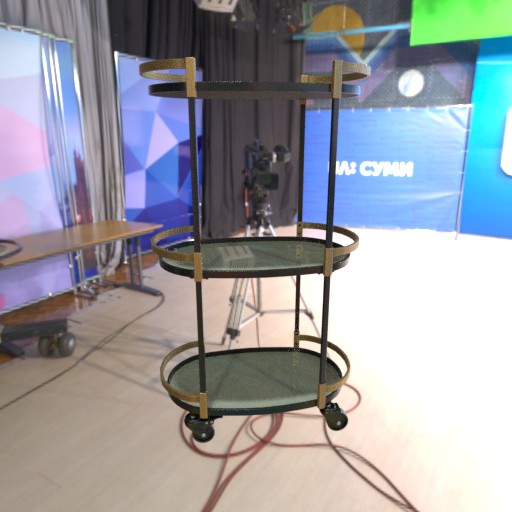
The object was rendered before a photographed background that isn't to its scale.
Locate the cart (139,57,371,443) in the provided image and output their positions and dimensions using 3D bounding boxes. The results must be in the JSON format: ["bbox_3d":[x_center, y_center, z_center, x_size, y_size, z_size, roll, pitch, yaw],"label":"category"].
[{"bbox_3d":[0.000,0.000,1.126,0.515,0.885,0.311,-2,17,-7],"label":"cart"}]
